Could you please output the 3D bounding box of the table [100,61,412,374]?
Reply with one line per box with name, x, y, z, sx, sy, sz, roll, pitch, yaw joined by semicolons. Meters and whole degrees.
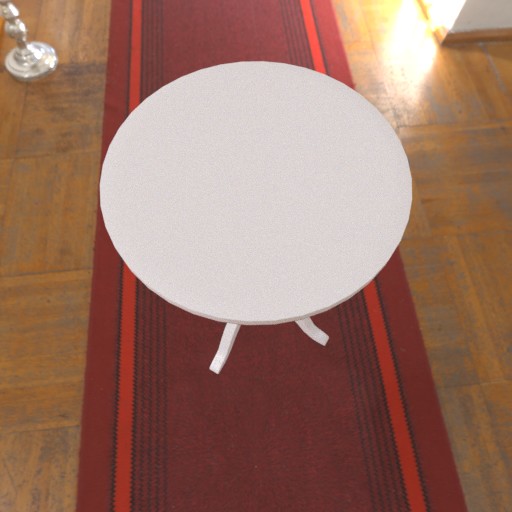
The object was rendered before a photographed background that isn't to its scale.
table;0.000;0.000;1.029;0.513;0.653;0.513;0;65;0
